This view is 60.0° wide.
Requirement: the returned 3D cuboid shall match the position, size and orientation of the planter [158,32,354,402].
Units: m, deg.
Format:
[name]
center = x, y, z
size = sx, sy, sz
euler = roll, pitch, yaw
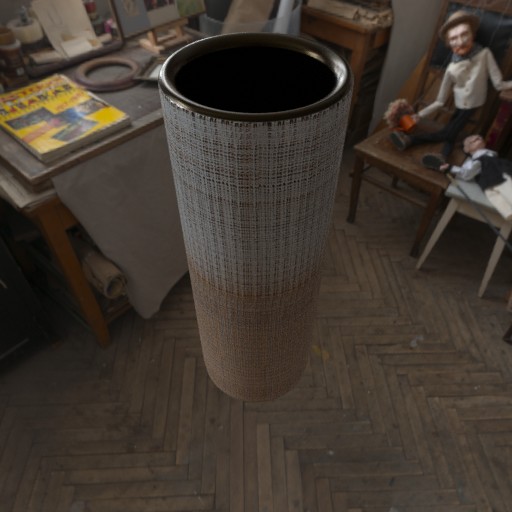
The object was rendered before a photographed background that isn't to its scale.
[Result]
[planter]
center = 0.000, 0.000, 0.325
size = 0.099, 0.278, 0.099
euler = 3, 47, 3
